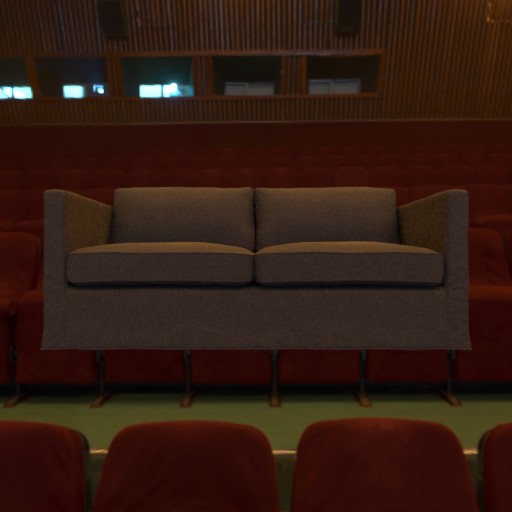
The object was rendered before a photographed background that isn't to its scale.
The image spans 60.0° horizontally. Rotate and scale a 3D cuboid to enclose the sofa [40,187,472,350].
[{"bbox_3d":[0.000,0.000,2.456,1.982,0.855,0.953,0,0,0],"label":"sofa"}]
